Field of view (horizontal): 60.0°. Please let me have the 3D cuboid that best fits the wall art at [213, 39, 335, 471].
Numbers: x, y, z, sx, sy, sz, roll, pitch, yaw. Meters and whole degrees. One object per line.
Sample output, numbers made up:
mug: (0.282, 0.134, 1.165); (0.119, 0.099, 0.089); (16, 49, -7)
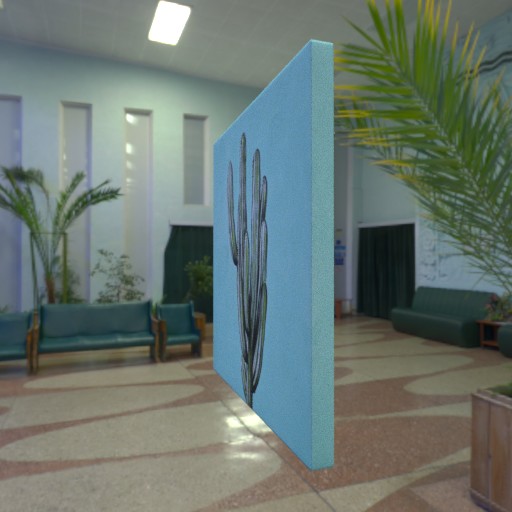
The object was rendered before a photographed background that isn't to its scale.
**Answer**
wall art: (0.000, 0.000, 1.153); (0.054, 0.766, 0.765); (0, 0, -19)
